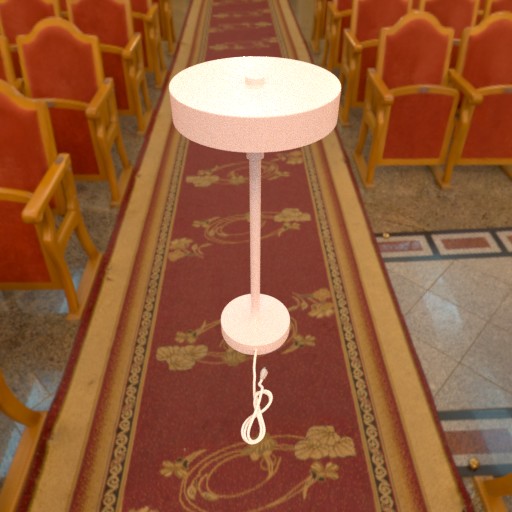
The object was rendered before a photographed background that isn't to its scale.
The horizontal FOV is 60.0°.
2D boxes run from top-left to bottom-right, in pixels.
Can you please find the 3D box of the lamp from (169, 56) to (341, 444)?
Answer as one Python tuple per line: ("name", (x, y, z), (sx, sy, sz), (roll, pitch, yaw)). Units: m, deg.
("lamp", (0.000, 0.000, 0.698), (0.229, 0.508, 0.369), (-1, 40, -1))
